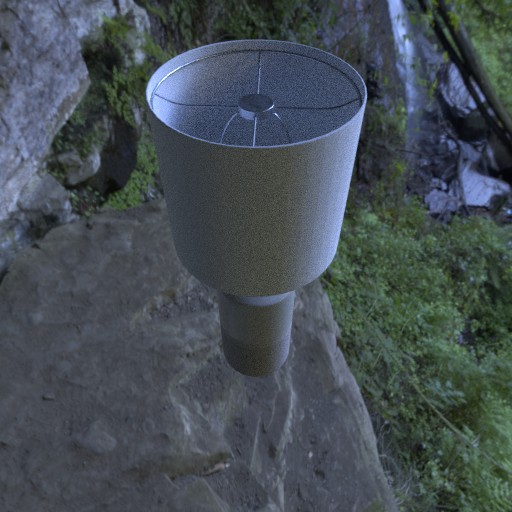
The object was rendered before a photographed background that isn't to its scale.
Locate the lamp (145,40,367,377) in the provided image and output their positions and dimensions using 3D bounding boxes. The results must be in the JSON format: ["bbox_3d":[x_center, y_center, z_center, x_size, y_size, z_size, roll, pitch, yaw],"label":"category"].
[{"bbox_3d":[0.000,0.000,0.611,0.212,0.493,0.212,2,48,2],"label":"lamp"}]
